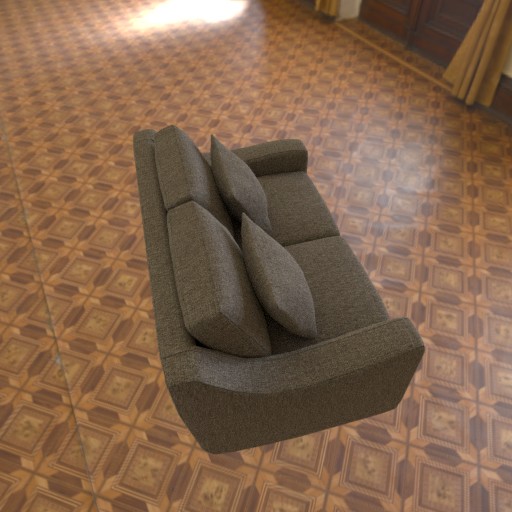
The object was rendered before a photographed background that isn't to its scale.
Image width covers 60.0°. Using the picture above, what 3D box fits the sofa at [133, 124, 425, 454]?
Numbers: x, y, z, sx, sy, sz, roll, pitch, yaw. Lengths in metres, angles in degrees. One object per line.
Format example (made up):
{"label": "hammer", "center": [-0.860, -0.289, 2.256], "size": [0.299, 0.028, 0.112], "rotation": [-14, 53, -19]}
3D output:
{"label": "sofa", "center": [0.000, 0.000, 2.474], "size": [1.120, 0.991, 1.778], "rotation": [-11, 48, -10]}
